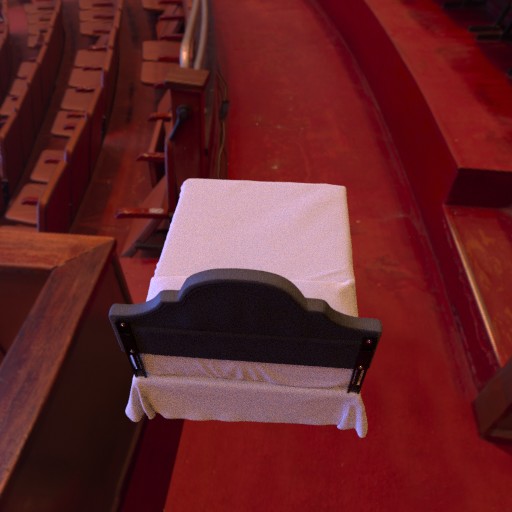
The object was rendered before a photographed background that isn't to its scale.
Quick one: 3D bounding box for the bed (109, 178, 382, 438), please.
[{"bbox_3d":[0.000,0.000,3.515,1.780,1.634,2.222,3,45,3],"label":"bed"}]
